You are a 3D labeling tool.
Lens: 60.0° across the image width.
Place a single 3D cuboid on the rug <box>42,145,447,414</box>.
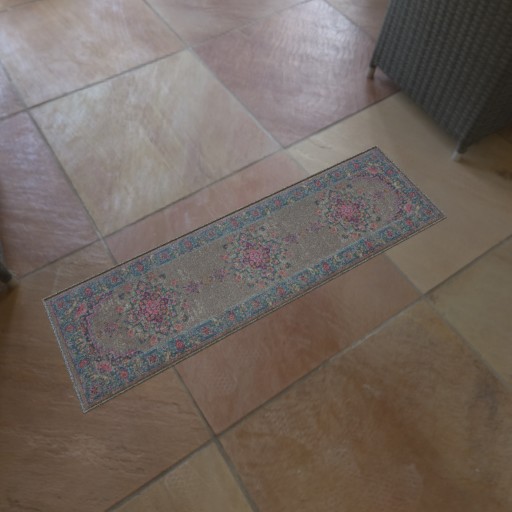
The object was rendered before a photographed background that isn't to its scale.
[{"bbox_3d":[0.000,0.000,2.030,1.827,0.012,0.553,-26,63,-15],"label":"rug"}]
